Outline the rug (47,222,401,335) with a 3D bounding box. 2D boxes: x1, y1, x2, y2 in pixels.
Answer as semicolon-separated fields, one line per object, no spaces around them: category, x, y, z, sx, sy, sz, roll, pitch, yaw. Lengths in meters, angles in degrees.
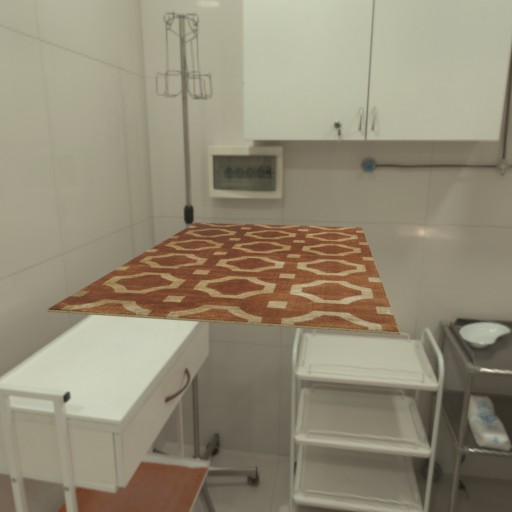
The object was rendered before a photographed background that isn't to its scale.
rug;0.000;0.000;2.988;1.555;0.016;2.286;2;14;9
